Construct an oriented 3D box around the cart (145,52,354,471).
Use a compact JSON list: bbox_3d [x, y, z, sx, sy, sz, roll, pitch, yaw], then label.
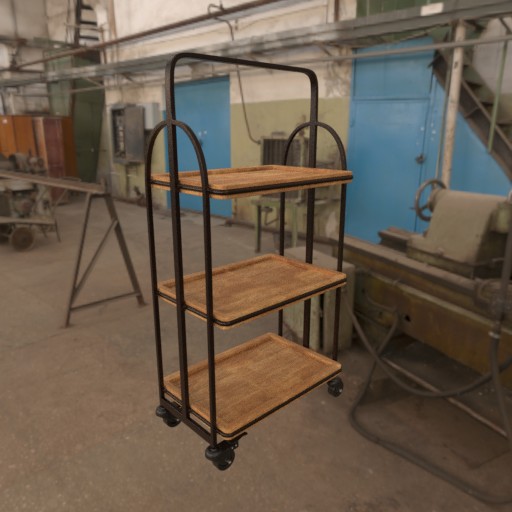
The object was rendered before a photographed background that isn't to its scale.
[{"bbox_3d":[0.000,0.000,1.236,0.553,1.001,0.327,-15,22,-41],"label":"cart"}]
